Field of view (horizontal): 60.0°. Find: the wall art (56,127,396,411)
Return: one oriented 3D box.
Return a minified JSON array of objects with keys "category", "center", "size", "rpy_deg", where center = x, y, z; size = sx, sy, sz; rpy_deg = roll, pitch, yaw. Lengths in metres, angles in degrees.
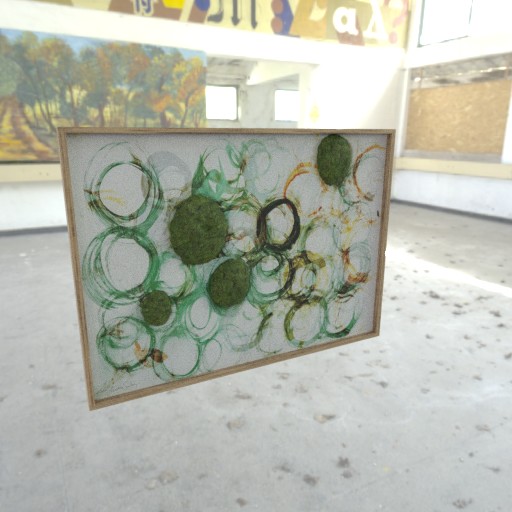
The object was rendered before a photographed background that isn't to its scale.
[{"category":"wall art","center":[0.000,0.000,1.100],"size":[0.841,0.609,0.063],"rpy_deg":[-8,17,-26]}]
